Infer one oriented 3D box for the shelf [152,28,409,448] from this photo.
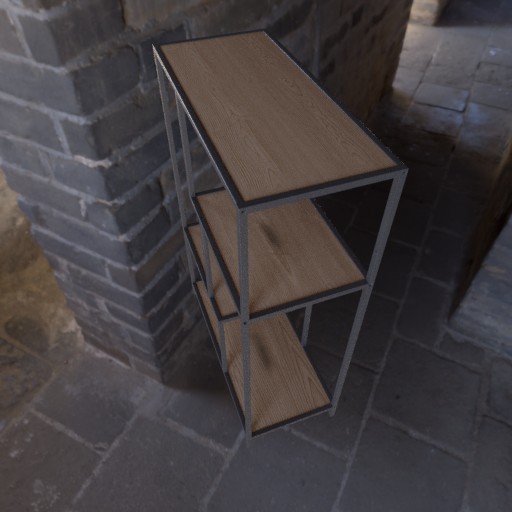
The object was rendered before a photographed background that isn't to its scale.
[{"bbox_3d":[0.000,0.000,1.483,0.350,1.138,0.770,-15,49,-14],"label":"shelf"}]
